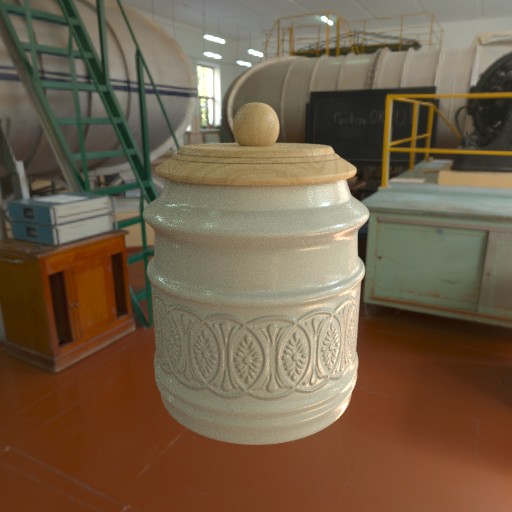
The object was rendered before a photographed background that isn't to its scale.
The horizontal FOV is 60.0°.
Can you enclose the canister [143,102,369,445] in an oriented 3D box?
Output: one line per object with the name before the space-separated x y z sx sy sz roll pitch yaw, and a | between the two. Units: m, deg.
canister | 0.000 0.000 0.269 0.130 0.176 0.130 0 17 0
